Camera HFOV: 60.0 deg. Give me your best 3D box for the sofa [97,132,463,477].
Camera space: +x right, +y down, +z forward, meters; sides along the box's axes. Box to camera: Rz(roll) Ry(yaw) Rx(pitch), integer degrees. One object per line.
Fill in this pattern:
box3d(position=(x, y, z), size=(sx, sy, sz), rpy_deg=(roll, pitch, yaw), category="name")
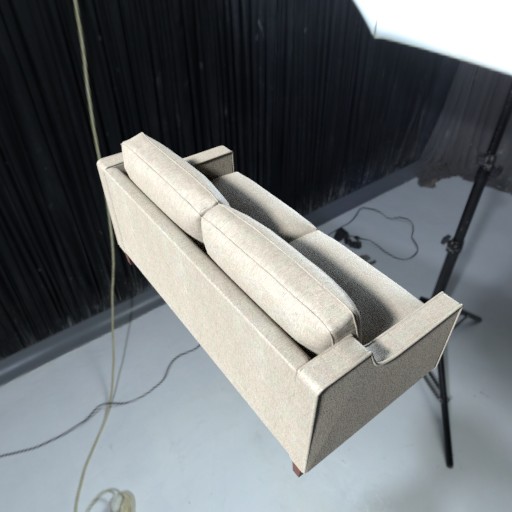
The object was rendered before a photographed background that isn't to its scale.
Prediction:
box3d(position=(0.000, 0.000, 2.773), size=(1.073, 1.074, 2.181), rpy_deg=(-26, 47, -27), category="sofa")
